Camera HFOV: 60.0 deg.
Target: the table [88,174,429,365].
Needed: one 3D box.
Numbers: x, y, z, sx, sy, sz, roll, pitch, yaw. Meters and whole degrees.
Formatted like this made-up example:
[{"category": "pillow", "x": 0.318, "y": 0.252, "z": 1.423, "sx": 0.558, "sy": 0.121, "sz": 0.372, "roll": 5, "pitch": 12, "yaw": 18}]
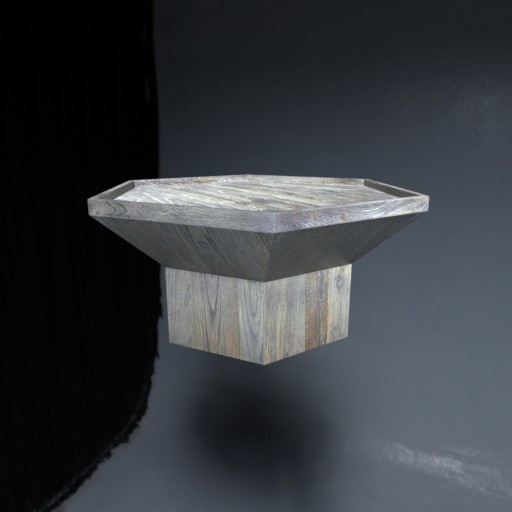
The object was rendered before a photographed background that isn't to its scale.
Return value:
[{"category": "table", "x": 0.000, "y": 0.000, "z": 1.578, "sx": 1.115, "sy": 0.488, "sz": 0.966, "roll": 7, "pitch": 16, "yaw": 25}]
